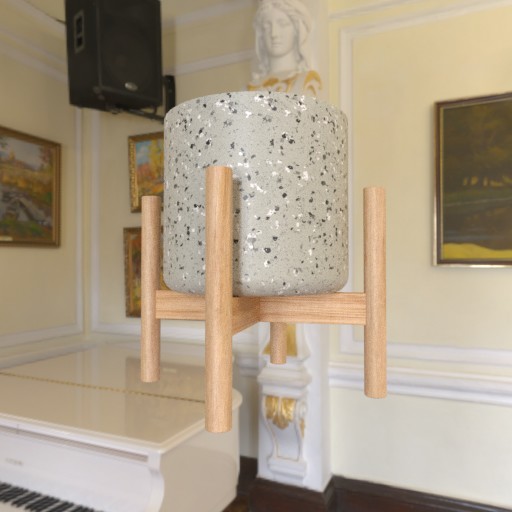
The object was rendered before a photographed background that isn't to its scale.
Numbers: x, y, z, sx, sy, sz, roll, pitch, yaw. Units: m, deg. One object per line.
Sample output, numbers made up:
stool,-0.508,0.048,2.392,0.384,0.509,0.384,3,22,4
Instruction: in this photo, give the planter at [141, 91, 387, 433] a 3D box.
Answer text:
planter,0.000,0.000,0.544,0.284,0.320,0.284,-1,-2,37
